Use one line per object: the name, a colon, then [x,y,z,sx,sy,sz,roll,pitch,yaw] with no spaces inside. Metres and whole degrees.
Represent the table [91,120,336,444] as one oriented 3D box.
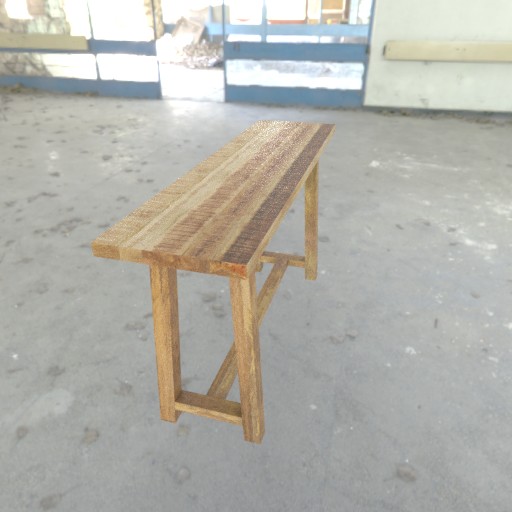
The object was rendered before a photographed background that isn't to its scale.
table: [0.000,0.000,1.882,0.405,0.810,1.524,8,30,14]
